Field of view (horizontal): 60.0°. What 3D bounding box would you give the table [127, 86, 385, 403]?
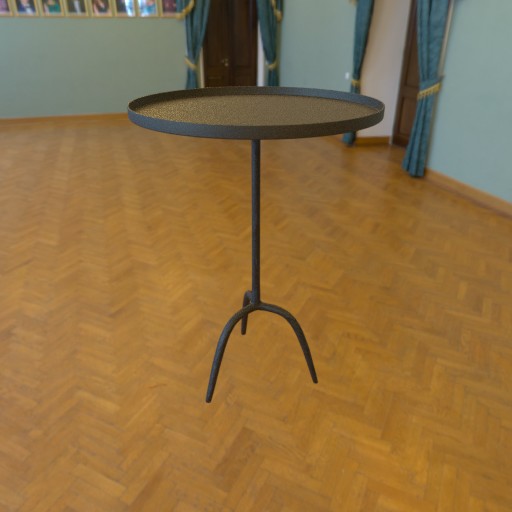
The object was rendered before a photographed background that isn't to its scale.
[{"bbox_3d":[0.000,0.000,1.050,0.502,0.700,0.502,-9,29,-17],"label":"table"}]
